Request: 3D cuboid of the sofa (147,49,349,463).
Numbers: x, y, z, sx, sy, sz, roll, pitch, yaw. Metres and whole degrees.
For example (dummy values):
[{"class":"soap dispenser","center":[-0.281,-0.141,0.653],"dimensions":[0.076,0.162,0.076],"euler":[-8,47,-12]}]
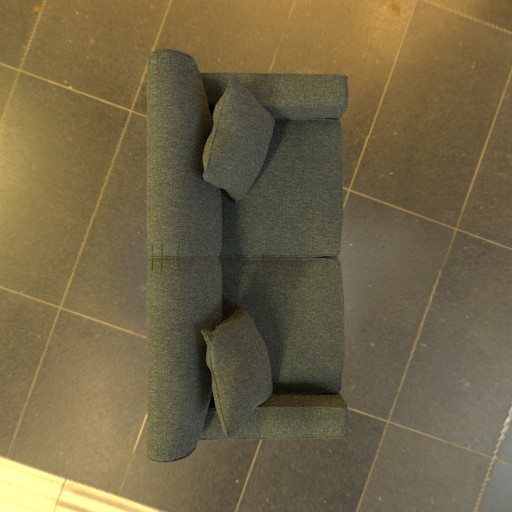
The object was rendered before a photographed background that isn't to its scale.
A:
[{"class":"sofa","center":[0.000,0.000,2.377],"dimensions":[0.998,0.958,1.846],"euler":[0,90,-2]}]
